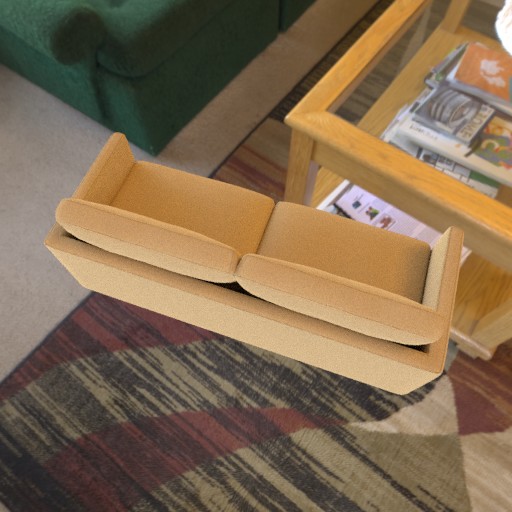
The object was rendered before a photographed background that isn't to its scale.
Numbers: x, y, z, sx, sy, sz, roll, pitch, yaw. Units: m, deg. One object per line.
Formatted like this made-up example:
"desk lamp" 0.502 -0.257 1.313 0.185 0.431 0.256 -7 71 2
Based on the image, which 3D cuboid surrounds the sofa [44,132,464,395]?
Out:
"sofa" 0.000 0.000 2.870 2.361 0.968 0.951 17 65 8
